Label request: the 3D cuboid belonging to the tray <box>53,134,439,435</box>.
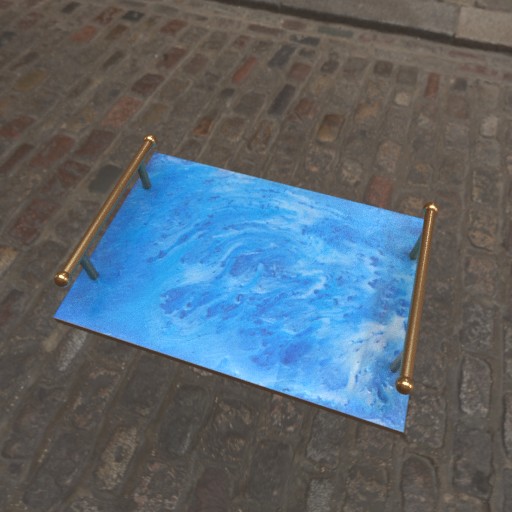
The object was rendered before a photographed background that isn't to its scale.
[{"bbox_3d":[0.000,0.000,0.578,0.444,0.084,0.304,16,60,9],"label":"tray"}]
